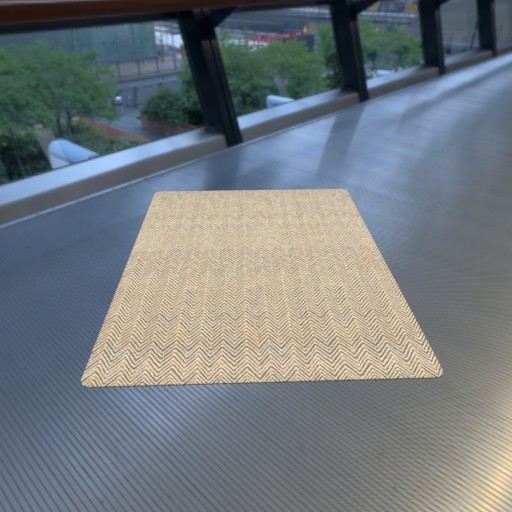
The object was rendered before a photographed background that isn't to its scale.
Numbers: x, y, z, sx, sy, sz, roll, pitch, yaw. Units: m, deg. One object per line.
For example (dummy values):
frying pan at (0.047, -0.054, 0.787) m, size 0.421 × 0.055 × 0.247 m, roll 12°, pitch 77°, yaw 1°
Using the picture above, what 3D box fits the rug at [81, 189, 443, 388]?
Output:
rug at (0.000, 0.000, 4.297) m, size 2.439 × 0.014 × 3.207 m, roll -1°, pitch 31°, yaw -2°
